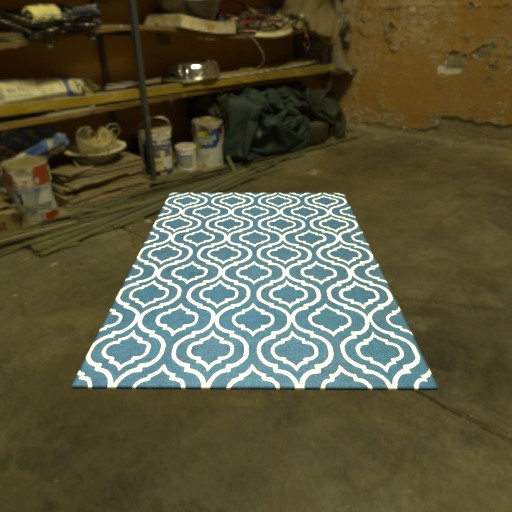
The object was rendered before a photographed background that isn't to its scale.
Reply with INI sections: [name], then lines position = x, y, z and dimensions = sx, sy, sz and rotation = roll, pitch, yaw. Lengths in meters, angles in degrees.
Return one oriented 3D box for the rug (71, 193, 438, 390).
[rug]
position = 0.000, 0.000, 2.147
dimensions = 1.143, 0.010, 1.753
rotation = 0, 28, 0
